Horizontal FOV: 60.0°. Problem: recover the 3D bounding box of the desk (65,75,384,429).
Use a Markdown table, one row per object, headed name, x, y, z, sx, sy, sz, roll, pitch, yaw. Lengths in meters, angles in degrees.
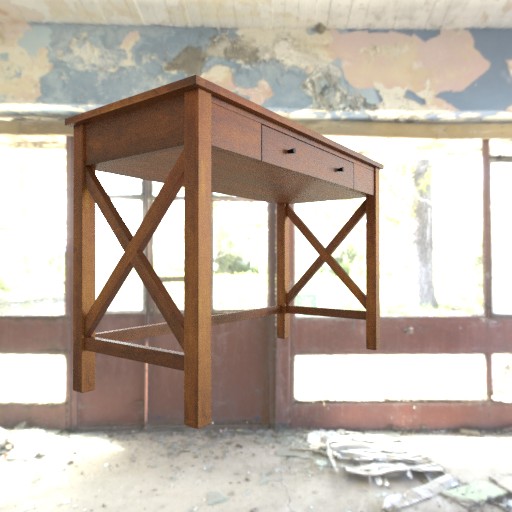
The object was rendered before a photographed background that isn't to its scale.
| name | x | y | z | sx | sy | sz | roll | pitch | yaw |
| --- | --- | --- | --- | --- | --- | --- | --- | --- | --- |
| desk | 0.000 | 0.000 | 1.537 | 0.508 | 0.762 | 1.117 | 0 | -1 | 36 |
